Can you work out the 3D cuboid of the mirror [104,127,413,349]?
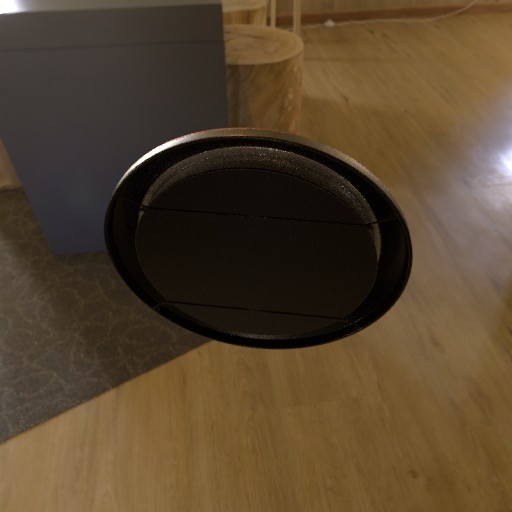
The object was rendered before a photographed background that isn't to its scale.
[{"bbox_3d":[0.000,0.000,1.369,0.907,0.907,0.111,5,47,5],"label":"mirror"}]
